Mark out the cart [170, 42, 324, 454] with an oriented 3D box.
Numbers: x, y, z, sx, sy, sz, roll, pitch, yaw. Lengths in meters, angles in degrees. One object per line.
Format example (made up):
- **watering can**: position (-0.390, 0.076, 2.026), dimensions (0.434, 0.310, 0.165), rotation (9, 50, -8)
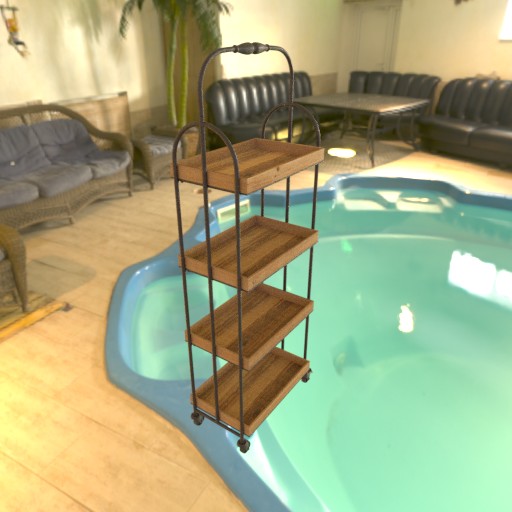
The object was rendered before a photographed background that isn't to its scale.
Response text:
- **cart**: position (0.000, 0.000, 1.704), dimensions (0.308, 1.481, 0.581), rotation (17, 31, 31)
